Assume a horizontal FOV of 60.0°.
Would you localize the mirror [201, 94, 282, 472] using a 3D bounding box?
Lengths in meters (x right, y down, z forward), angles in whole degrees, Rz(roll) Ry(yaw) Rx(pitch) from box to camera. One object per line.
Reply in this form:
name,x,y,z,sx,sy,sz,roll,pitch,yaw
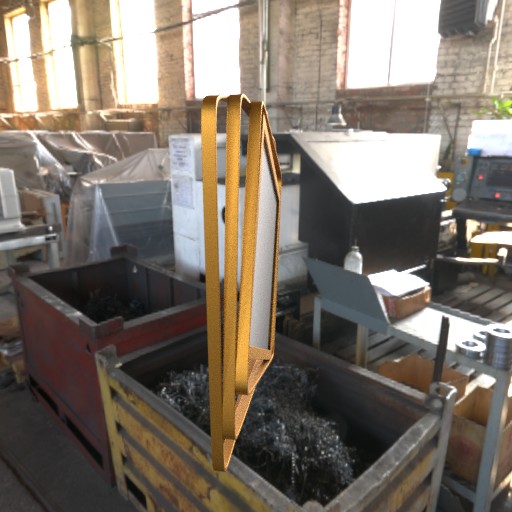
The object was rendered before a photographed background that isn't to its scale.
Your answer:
mirror,0.000,0.000,0.713,0.045,0.468,0.470,2,16,8
